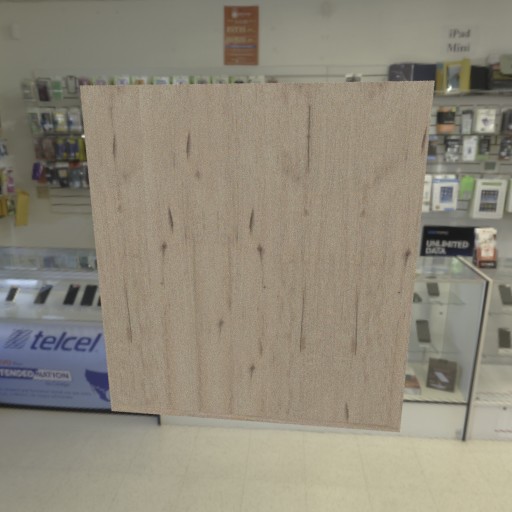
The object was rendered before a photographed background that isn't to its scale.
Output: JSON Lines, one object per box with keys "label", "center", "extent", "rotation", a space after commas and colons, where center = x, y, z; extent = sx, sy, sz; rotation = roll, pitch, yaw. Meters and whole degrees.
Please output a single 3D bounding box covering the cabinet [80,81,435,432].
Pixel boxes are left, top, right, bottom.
{"label": "cabinet", "center": [0.000, 0.000, 3.083], "extent": [2.000, 2.180, 0.660], "rotation": [2, 15, 7]}
